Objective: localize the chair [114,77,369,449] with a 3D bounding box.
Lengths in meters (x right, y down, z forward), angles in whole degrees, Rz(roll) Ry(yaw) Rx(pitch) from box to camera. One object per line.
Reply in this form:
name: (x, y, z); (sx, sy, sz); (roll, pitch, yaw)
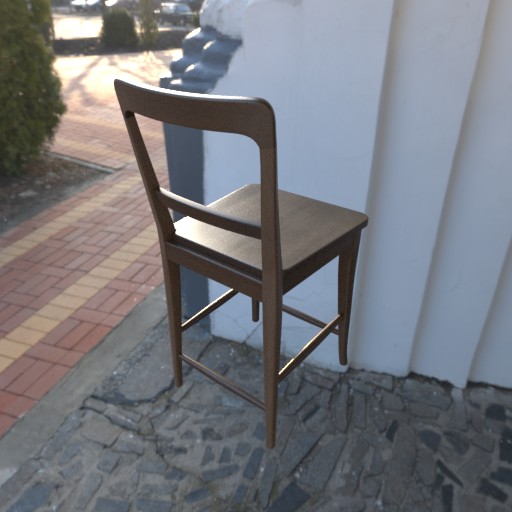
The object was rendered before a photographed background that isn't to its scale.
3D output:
chair: (0.000, 0.000, 1.283); (0.450, 0.991, 0.546); (21, 36, 32)
